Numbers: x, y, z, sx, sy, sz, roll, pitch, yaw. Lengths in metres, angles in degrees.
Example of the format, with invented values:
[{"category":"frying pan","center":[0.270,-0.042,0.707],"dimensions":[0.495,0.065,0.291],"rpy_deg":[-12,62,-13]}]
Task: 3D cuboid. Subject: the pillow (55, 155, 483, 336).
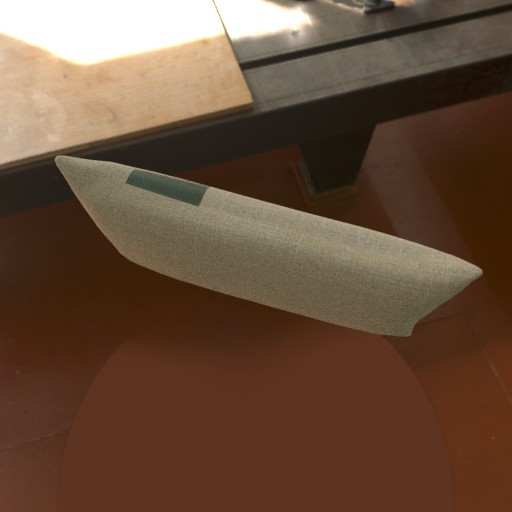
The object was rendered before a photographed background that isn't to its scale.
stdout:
[{"category":"pillow","center":[0.000,0.000,1.043],"dimensions":[0.859,0.429,0.197],"rpy_deg":[16,66,7]}]
